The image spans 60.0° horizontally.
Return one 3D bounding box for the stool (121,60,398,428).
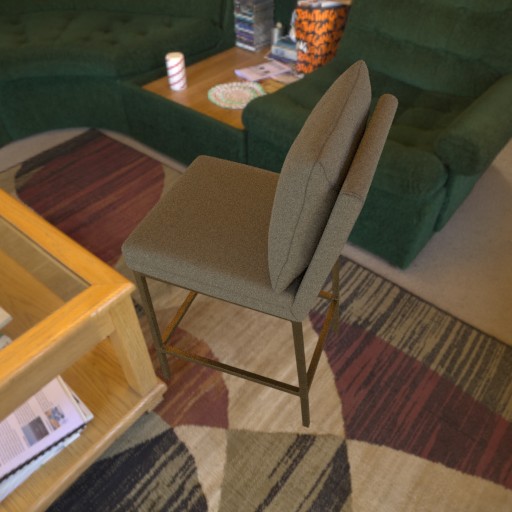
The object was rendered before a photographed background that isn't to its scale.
[{"bbox_3d":[0.000,0.000,1.302,0.569,1.030,0.463,15,47,15],"label":"stool"}]
